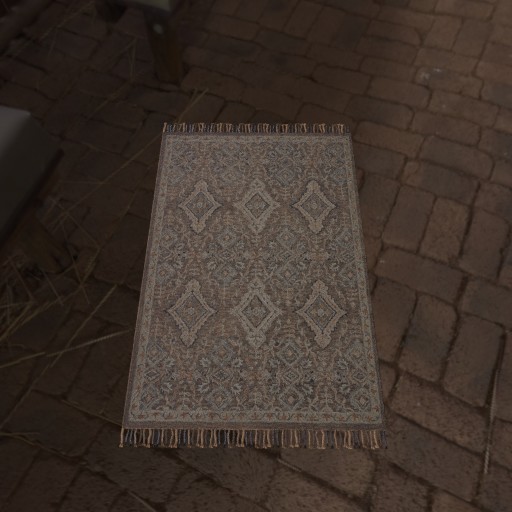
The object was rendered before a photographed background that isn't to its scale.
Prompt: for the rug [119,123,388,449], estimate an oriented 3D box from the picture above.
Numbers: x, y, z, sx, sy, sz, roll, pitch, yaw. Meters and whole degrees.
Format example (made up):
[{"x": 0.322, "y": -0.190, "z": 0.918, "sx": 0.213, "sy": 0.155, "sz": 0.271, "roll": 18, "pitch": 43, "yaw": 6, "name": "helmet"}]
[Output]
[{"x": 0.000, "y": 0.000, "z": 3.049, "sx": 1.516, "sy": 0.010, "sz": 2.434, "roll": 0, "pitch": 62, "yaw": 0, "name": "rug"}]
